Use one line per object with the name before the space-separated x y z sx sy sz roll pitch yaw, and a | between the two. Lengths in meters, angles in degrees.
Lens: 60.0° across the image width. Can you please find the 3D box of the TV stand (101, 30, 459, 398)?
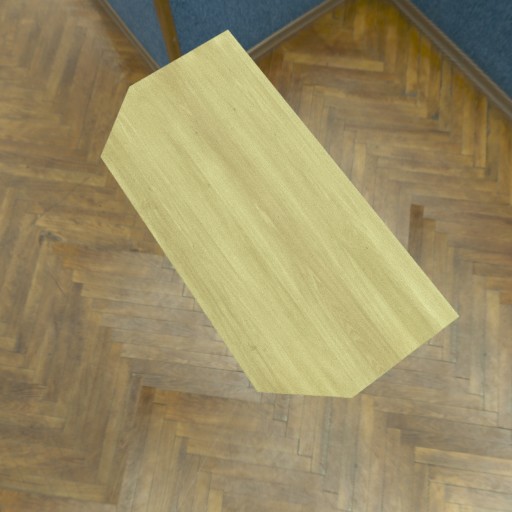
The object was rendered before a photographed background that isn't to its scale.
TV stand | 0.000 0.000 1.343 0.425 0.781 0.851 -34 78 -8
